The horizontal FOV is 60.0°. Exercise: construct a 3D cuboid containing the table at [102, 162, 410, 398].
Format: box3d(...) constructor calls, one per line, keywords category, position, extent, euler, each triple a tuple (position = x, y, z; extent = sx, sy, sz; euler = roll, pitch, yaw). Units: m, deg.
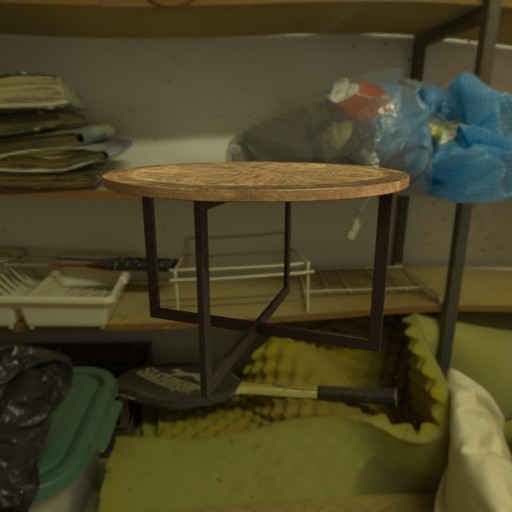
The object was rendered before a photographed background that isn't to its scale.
box3d(category="table", position=(0.000, 0.000, 2.024), extent=(1.264, 0.762, 1.264), euler=(0, 16, 0))
